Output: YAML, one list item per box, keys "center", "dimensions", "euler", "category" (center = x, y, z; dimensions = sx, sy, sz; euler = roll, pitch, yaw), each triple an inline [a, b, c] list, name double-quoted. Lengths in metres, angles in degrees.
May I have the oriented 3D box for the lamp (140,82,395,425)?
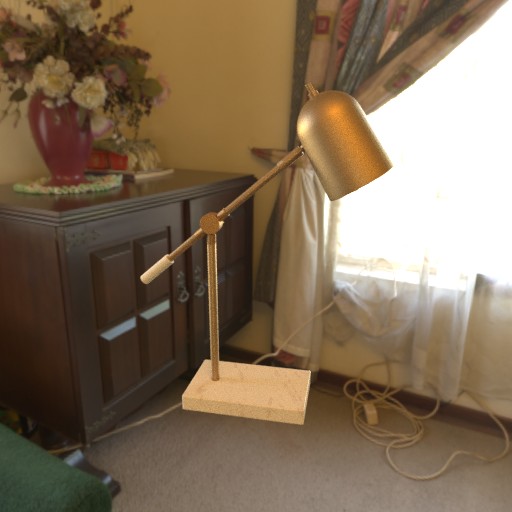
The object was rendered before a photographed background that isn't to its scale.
- center: [0.000, 0.000, 0.829]
  dimensions: [0.471, 0.603, 0.144]
  euler: [3, 17, 11]
  category: "lamp"
